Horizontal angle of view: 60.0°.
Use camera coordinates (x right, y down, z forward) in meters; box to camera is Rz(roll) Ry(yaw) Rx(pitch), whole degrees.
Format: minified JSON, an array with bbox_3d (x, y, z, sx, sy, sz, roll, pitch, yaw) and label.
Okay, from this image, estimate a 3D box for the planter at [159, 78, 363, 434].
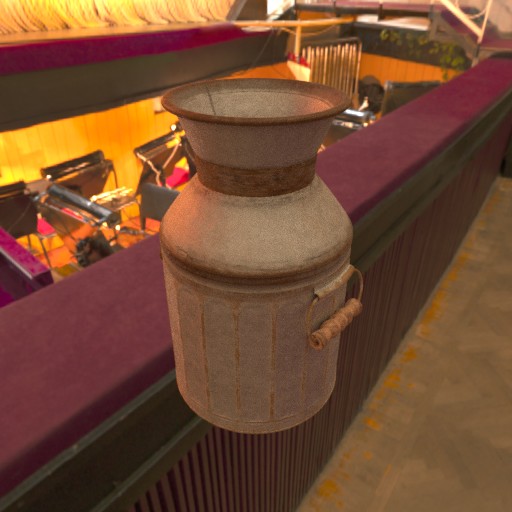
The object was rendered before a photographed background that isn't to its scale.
[{"bbox_3d":[0.000,0.000,0.512,0.248,0.358,0.215,24,39,33],"label":"planter"}]
